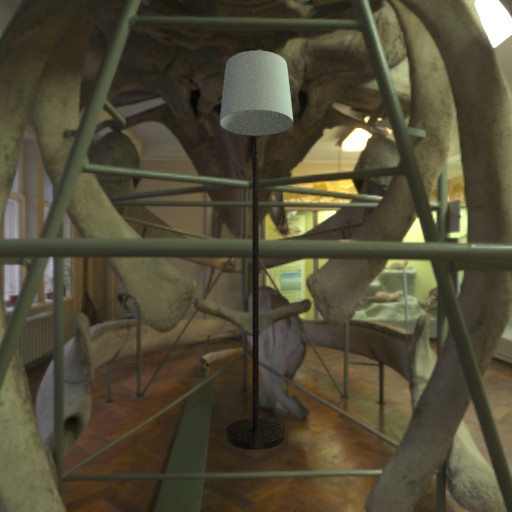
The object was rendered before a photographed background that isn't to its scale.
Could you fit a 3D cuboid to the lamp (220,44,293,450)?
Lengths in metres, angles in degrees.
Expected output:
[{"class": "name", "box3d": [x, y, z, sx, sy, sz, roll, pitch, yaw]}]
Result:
[{"class": "lamp", "box3d": [0.000, 0.000, 1.669, 0.254, 1.478, 0.508, 0, 1, -1]}]
